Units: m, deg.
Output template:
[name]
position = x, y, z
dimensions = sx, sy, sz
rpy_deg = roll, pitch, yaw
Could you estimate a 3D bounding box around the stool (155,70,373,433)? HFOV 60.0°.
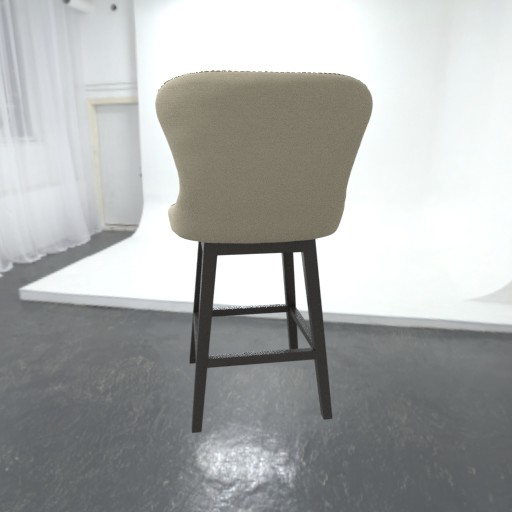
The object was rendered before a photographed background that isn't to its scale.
[stool]
position = 0.000, 0.000, 1.340
dimensions = 0.528, 0.971, 0.593
rpy_deg = -2, 15, -9
